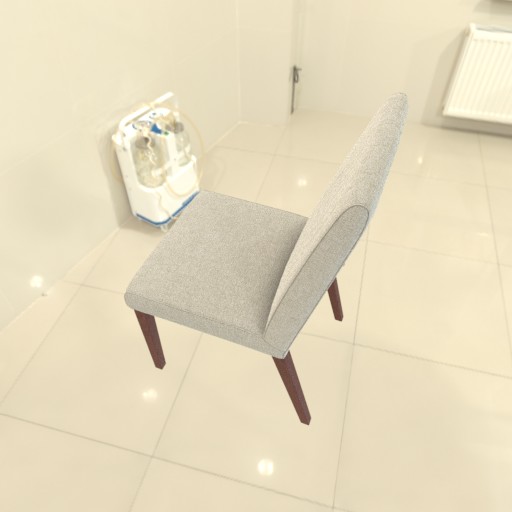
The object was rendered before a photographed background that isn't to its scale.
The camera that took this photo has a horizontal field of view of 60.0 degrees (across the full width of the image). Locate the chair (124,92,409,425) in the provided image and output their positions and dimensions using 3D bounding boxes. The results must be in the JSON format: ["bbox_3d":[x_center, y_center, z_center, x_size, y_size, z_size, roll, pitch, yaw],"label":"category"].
[{"bbox_3d":[0.000,0.000,1.246,0.594,0.900,0.480,16,49,15],"label":"chair"}]
